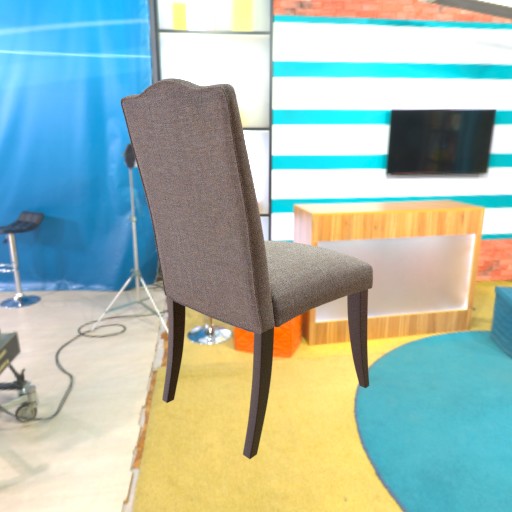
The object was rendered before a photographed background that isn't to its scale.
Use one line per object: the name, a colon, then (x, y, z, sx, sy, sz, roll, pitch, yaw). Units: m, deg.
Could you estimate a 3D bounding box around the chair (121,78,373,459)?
chair: (0.000, 0.000, 1.429, 0.513, 1.016, 0.660, 14, 20, 42)
